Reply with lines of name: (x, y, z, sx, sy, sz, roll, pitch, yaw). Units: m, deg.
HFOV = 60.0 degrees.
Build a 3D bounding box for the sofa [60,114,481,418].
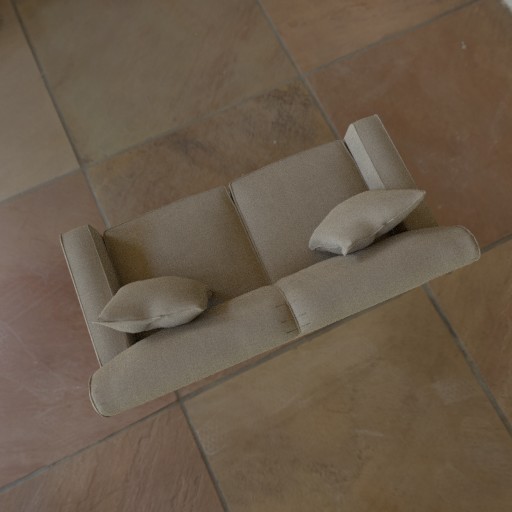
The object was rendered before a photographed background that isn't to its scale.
sofa: (0.000, 0.000, 2.420, 1.846, 0.958, 0.998, -22, 77, -5)
